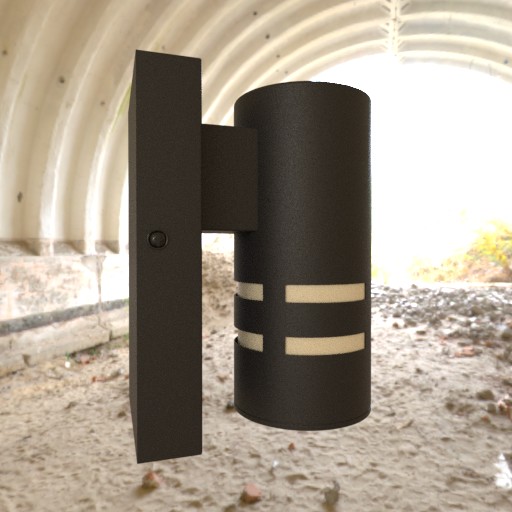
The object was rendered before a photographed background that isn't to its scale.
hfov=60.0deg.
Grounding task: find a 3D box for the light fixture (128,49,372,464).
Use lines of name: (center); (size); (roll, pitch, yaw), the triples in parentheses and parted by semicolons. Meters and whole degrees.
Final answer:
light fixture: (0.000, 0.000, 0.255); (0.138, 0.179, 0.098); (0, 1, -18)
